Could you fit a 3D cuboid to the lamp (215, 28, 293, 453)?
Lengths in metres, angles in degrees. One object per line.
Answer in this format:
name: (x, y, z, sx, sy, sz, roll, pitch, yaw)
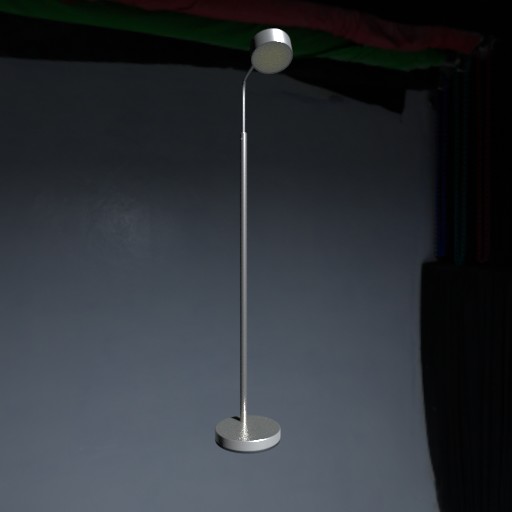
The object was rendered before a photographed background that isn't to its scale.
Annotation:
lamp: (0.000, 0.000, 1.408, 0.222, 1.250, 0.421, 0, 1, -17)
